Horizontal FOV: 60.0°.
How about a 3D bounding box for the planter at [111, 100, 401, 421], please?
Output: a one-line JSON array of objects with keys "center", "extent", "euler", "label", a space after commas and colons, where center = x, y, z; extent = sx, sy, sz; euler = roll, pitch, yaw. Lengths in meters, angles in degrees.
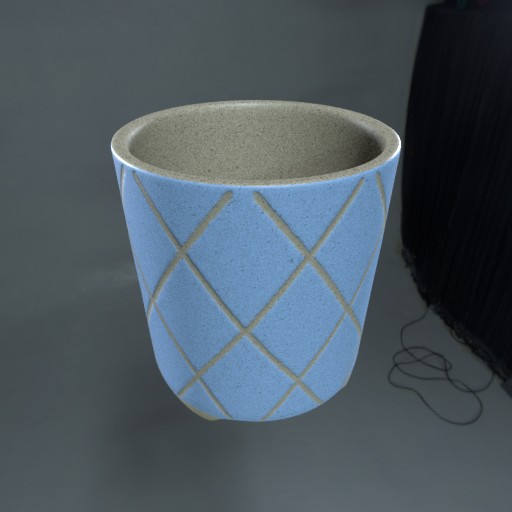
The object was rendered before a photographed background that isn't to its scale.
[{"center": [0.000, 0.000, 0.353], "extent": [0.191, 0.200, 0.191], "euler": [0, 32, 0], "label": "planter"}]
